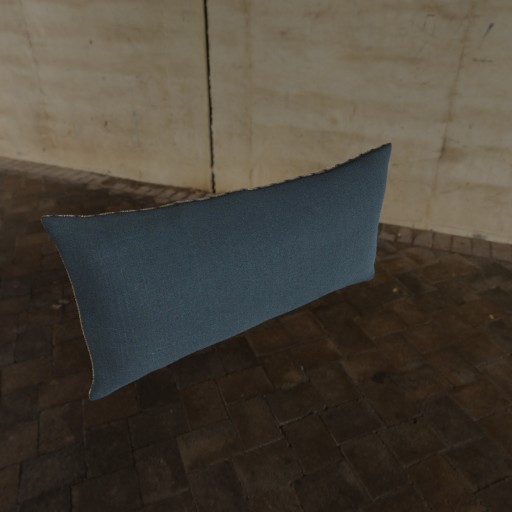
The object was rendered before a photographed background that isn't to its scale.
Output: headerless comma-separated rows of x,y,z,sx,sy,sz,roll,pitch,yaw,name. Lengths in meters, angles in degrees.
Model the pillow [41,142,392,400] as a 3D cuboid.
0.000,0.000,0.740,0.609,0.305,0.151,-19,36,-29,pillow
